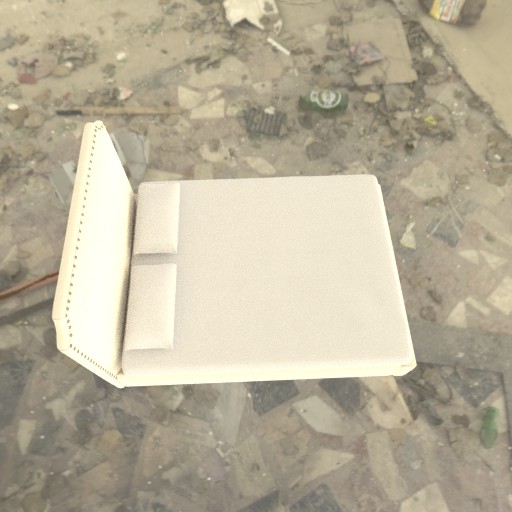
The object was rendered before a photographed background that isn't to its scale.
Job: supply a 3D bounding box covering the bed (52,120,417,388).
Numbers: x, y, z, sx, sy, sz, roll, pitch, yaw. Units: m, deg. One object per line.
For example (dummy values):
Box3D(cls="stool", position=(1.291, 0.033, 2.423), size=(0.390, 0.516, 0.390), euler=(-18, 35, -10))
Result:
Box3D(cls="bed", position=(0.000, 0.000, 3.435), size=(2.372, 1.497, 1.712), euler=(-2, 63, -1))
